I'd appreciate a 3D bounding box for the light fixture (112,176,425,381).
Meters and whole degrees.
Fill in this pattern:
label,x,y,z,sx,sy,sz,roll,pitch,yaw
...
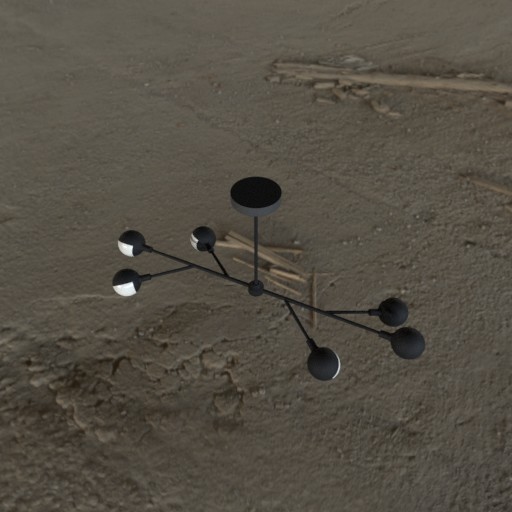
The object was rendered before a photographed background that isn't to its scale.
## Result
label,x,y,z,sx,sy,sz,roll,pitch,yaw
light fixture,0.000,0.000,0.998,0.778,0.362,0.434,32,54,27
